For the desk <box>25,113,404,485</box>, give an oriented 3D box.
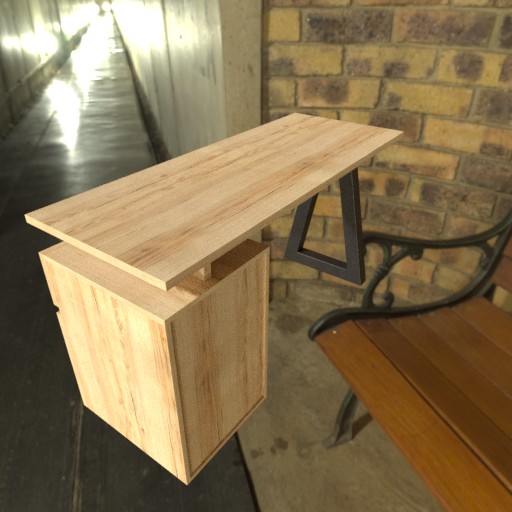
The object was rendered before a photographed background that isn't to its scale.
[{"bbox_3d":[0.000,0.000,1.759,0.550,0.760,1.400,21,37,30],"label":"desk"}]
